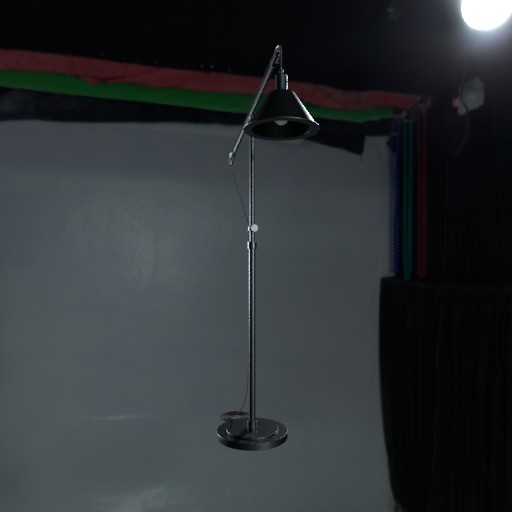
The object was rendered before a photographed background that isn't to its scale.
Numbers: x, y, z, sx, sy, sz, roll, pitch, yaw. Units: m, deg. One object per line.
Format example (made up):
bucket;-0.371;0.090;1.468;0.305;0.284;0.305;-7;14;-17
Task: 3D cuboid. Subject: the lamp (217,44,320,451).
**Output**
lamp;0.000;0.000;1.966;0.319;1.626;0.904;0;-1;-18
